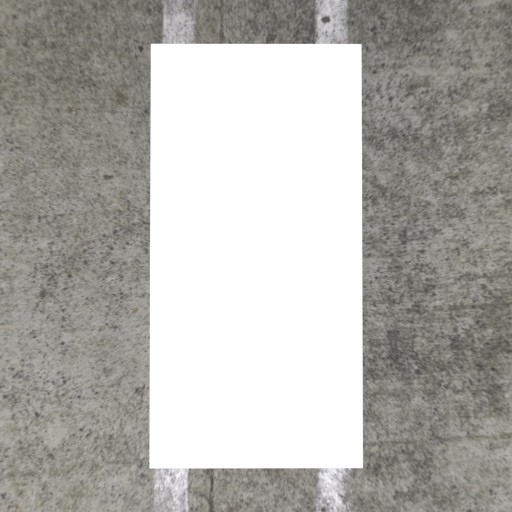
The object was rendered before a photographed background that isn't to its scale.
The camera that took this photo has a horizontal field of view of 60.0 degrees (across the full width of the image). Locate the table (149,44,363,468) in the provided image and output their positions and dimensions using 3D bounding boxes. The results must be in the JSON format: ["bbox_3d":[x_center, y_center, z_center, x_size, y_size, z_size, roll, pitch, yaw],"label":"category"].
[{"bbox_3d":[0.000,0.000,1.263,0.500,0.440,1.000,0,89,0],"label":"table"}]
